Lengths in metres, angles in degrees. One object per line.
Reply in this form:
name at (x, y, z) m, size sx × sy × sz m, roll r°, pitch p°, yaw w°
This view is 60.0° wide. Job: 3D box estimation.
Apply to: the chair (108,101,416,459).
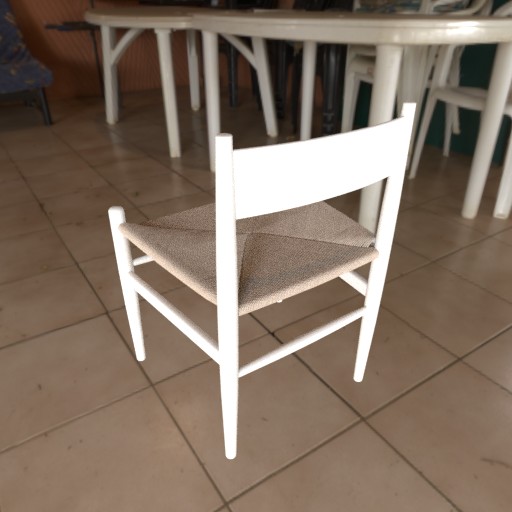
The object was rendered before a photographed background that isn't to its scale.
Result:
chair at (0.000, 0.000, 1.106) m, size 0.556 × 0.762 × 0.495 m, roll -19°, pitch 35°, yaw -30°
